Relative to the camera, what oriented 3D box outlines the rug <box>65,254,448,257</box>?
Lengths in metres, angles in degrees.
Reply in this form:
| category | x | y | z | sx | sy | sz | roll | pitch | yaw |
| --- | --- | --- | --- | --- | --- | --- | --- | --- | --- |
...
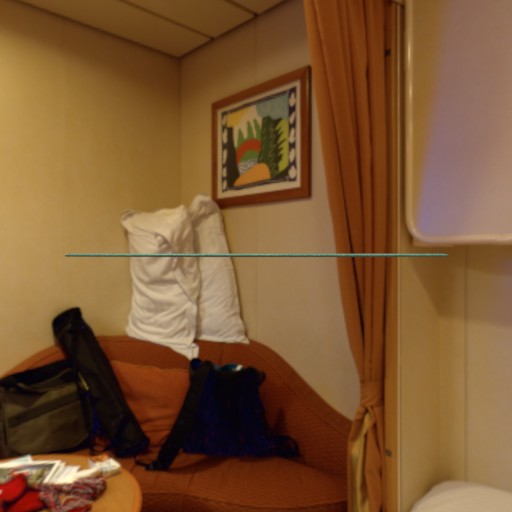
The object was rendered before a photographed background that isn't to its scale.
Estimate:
| category | x | y | z | sx | sy | sz | roll | pitch | yaw |
| --- | --- | --- | --- | --- | --- | --- | --- | --- | --- |
| rug | 0.000 | 0.000 | 2.893 | 1.554 | 0.012 | 2.205 | 0 | 0 | 0 |
